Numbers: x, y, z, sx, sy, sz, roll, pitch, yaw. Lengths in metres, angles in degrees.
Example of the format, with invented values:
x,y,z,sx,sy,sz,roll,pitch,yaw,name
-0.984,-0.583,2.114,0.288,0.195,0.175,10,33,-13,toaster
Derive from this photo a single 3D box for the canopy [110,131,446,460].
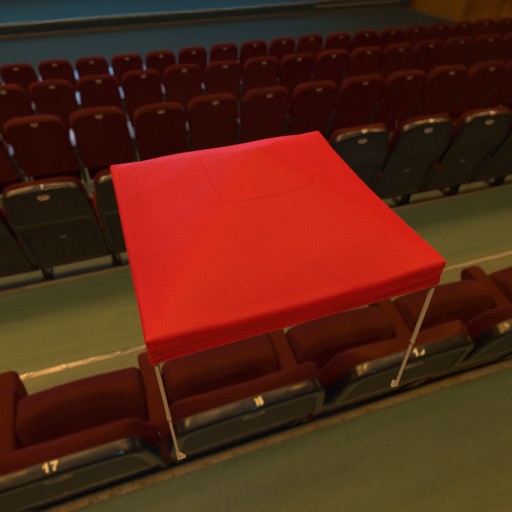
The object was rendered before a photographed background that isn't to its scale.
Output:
x,y,z,sx,sy,sz,roll,pitch,yaw,name
0.000,0.000,5.560,2.996,2.997,2.998,-13,44,-14,canopy
